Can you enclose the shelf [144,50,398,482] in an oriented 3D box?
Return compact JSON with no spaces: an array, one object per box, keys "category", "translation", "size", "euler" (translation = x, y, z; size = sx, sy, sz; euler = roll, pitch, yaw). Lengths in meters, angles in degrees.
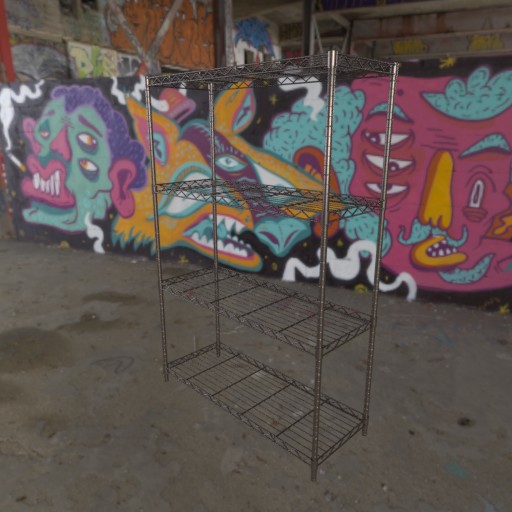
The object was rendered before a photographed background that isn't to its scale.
[{"category":"shelf","translation":[0.000,0.000,1.750],"size":[0.907,1.361,0.352],"euler":[16,22,42]}]
